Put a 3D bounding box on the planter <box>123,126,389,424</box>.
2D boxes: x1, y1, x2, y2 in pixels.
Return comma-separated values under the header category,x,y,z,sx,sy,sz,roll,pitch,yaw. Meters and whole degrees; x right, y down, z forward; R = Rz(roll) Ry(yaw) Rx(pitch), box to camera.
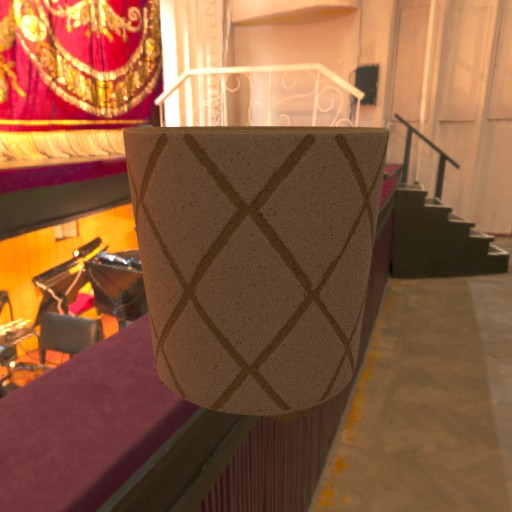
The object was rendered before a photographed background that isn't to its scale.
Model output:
category,x,y,z,sx,sy,sz,roll,pitch,yaw
planter,0.000,0.000,0.358,0.191,0.199,0.191,0,17,0
